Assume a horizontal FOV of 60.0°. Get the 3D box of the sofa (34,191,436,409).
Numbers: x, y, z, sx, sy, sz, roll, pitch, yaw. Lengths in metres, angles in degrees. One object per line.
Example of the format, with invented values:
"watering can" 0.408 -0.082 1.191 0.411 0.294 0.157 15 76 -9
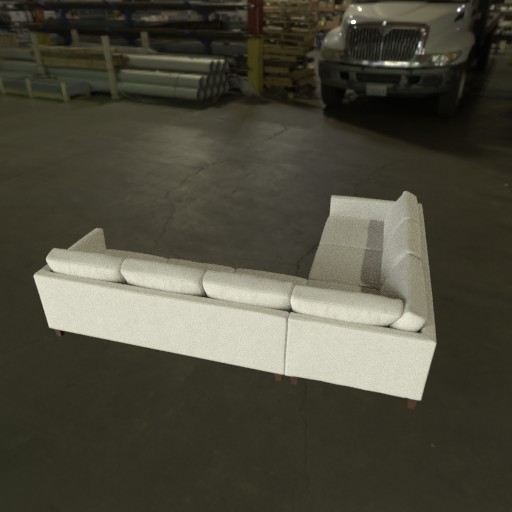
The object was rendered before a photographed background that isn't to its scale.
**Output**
"sofa" 0.000 0.000 4.431 3.182 0.863 2.432 8 31 13
